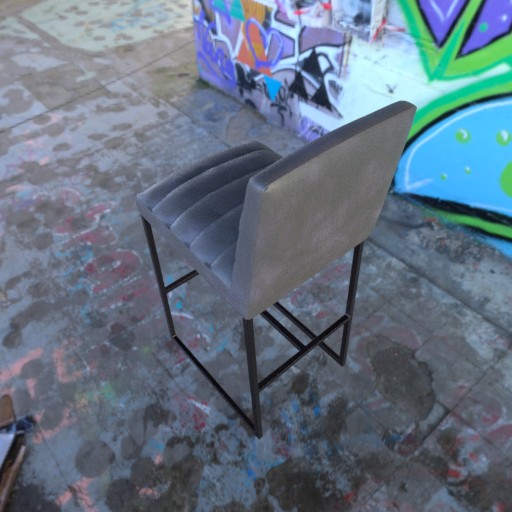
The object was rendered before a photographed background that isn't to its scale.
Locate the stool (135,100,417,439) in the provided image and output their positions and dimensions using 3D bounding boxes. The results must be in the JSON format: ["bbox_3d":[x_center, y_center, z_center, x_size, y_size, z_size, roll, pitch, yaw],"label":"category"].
[{"bbox_3d":[0.000,0.000,1.348,0.463,1.065,0.562,-32,54,-27],"label":"stool"}]
